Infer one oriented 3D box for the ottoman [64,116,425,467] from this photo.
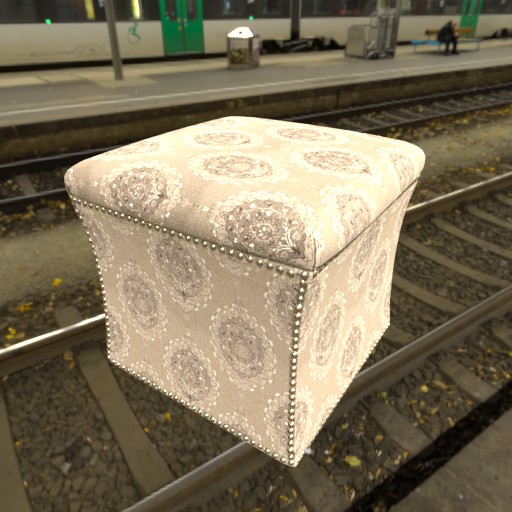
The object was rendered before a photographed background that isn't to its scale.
[{"bbox_3d":[0.000,0.000,0.910,0.507,0.473,0.497,18,34,29],"label":"ottoman"}]
